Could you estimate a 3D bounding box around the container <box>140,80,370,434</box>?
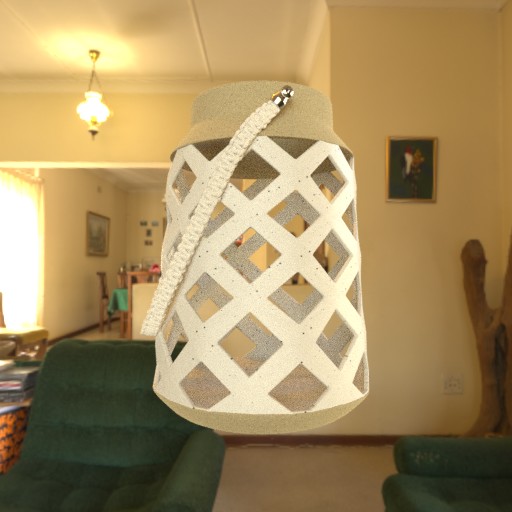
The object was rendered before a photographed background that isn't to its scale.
[{"bbox_3d":[0.000,0.000,0.341,0.172,0.229,0.163,0,-1,-17],"label":"container"}]
